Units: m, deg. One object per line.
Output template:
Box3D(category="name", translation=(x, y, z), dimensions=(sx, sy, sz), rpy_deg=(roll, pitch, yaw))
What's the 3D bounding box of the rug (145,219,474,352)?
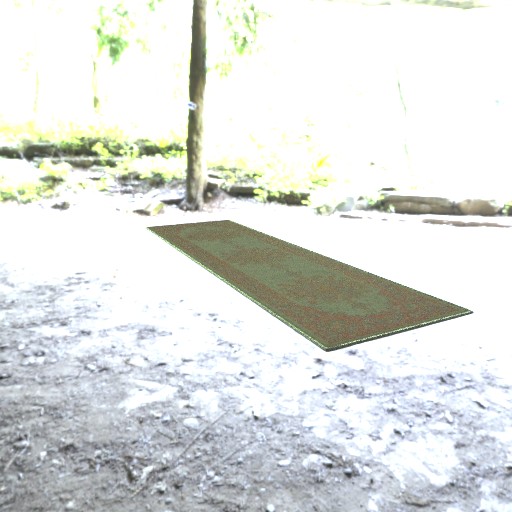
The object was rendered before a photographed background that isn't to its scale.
Box3D(category="rug", translation=(0.000, 0.000, 2.009), dimensions=(0.562, 0.009, 1.824), rpy_deg=(-8, 17, -27))
